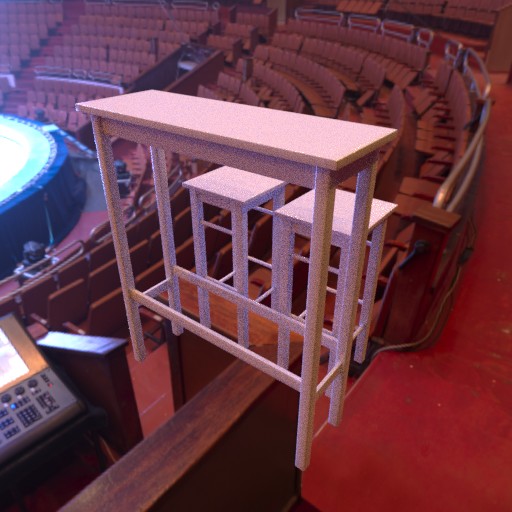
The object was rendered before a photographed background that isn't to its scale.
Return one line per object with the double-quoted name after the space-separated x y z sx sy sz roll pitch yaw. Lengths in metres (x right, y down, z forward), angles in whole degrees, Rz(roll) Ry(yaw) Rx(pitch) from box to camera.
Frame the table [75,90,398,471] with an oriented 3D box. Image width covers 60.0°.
0.000 0.000 1.620 0.915 1.065 0.650 21 36 32 "table"
